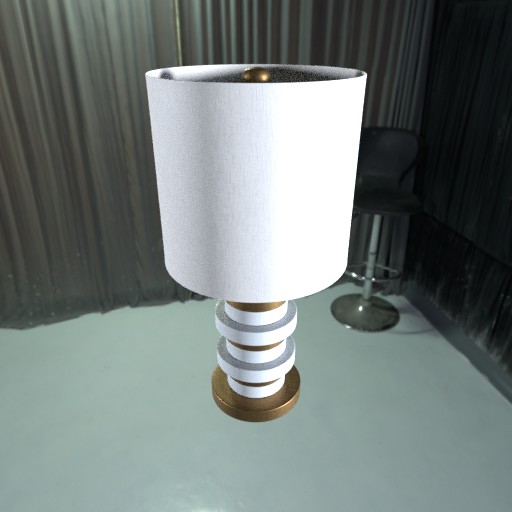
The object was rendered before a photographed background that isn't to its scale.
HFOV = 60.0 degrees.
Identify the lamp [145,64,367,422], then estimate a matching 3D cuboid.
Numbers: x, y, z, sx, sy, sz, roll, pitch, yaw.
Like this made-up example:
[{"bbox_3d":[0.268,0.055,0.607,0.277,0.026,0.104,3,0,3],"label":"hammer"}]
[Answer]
[{"bbox_3d":[0.000,0.000,0.520,0.210,0.410,0.210,-8,28,-15],"label":"lamp"}]
